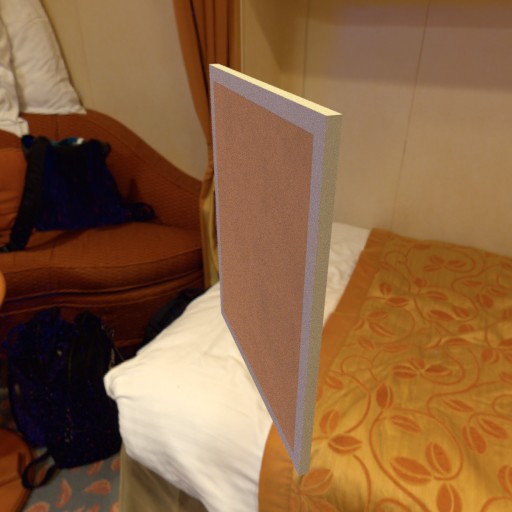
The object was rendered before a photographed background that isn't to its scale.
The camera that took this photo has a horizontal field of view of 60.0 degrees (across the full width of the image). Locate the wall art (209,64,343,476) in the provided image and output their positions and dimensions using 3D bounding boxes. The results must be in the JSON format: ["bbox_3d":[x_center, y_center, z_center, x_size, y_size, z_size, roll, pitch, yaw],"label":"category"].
[{"bbox_3d":[0.000,0.000,1.099,0.026,0.811,0.661,-10,31,-17],"label":"wall art"}]
